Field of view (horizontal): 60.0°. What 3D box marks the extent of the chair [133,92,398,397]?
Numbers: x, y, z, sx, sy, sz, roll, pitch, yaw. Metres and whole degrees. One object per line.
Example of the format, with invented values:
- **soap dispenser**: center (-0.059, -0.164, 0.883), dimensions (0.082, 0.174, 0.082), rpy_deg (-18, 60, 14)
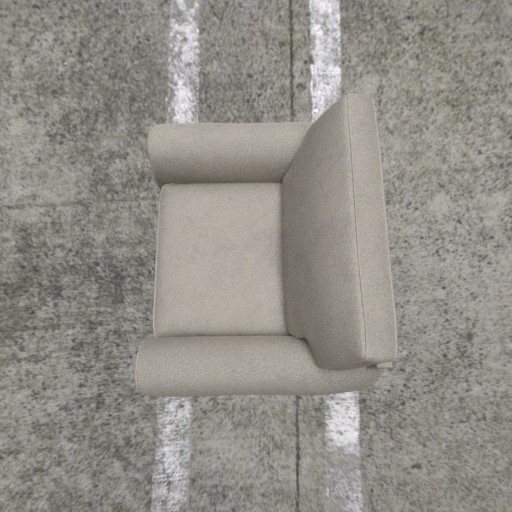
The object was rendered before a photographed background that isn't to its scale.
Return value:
- **chair**: center (0.000, 0.000, 1.917), dimensions (0.939, 1.044, 1.147), rpy_deg (-1, 75, 0)
